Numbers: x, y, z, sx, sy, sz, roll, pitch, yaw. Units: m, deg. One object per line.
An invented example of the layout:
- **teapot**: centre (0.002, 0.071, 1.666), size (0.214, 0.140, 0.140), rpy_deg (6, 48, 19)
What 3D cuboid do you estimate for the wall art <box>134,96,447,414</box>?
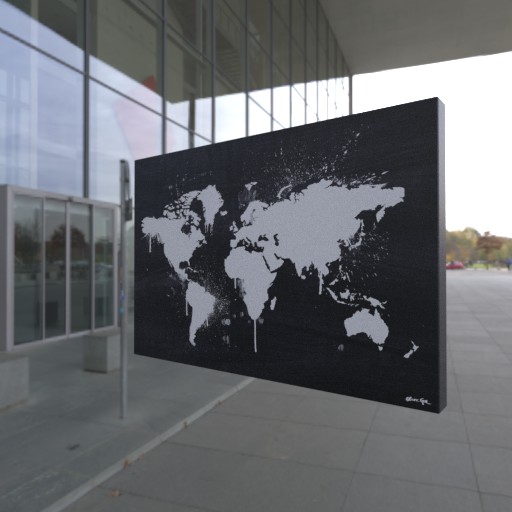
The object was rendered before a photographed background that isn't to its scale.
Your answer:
- **wall art**: centre (0.000, 0.000, 0.762), size (0.610, 0.409, 0.038), rpy_deg (0, -1, 37)
